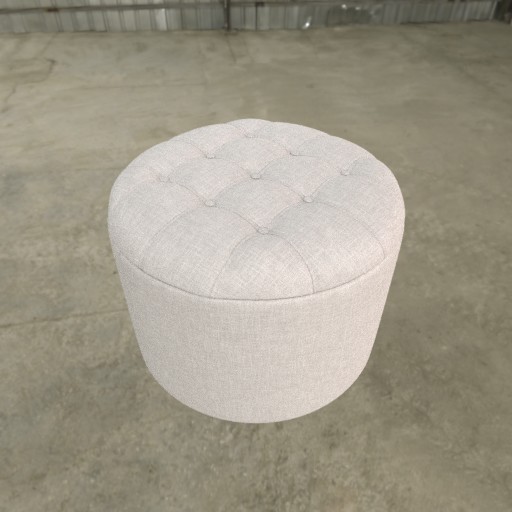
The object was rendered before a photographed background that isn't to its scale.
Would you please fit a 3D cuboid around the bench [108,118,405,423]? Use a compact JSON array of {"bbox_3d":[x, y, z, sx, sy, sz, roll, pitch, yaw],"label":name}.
[{"bbox_3d":[0.000,0.000,1.016,0.600,0.453,0.600,0,40,0],"label":"bench"}]
